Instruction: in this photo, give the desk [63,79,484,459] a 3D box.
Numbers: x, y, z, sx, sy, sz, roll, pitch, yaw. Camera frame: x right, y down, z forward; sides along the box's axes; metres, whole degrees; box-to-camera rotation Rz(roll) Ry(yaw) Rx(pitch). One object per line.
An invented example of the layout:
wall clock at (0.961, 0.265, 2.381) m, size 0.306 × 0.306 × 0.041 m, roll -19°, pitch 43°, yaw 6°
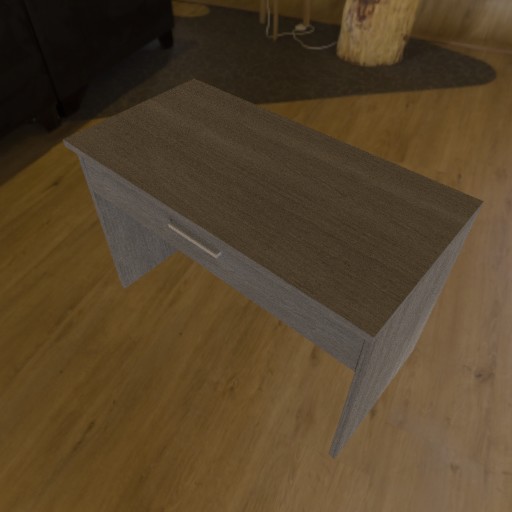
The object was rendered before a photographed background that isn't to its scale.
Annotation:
desk at (0.000, 0.000, 1.529) m, size 1.099 × 0.729 × 0.557 m, roll 32°, pitch 54°, yaw 27°
